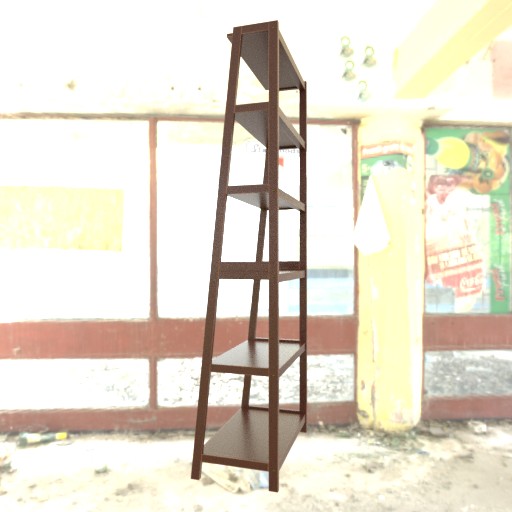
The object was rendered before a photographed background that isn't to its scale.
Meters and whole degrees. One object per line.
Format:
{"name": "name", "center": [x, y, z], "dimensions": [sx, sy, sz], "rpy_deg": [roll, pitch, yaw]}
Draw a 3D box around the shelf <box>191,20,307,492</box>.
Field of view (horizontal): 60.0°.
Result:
{"name": "shelf", "center": [0.000, 0.000, 2.142], "dimensions": [0.381, 1.892, 0.660], "rpy_deg": [0, 0, 17]}
